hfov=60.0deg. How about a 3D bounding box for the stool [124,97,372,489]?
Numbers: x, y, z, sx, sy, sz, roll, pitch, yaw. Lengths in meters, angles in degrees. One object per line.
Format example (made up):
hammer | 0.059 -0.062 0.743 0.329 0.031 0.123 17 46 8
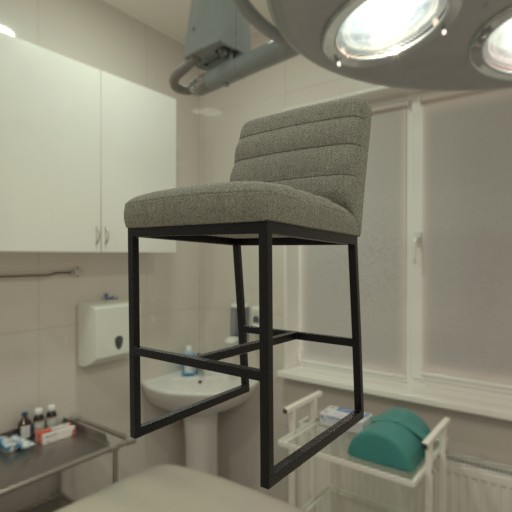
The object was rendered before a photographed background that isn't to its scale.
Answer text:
stool | 0.000 0.000 1.225 0.460 0.940 0.560 0 0 36
